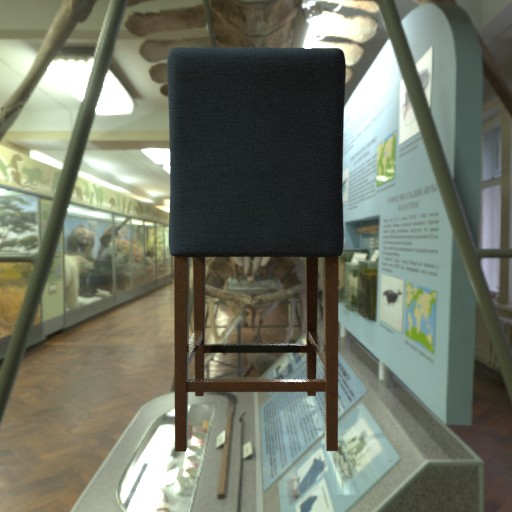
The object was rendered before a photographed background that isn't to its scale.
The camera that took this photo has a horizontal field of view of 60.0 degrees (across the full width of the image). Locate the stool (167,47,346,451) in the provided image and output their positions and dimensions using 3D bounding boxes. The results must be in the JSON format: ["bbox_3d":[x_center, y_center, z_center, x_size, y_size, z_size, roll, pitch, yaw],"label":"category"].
[{"bbox_3d":[0.000,0.000,1.294,0.470,0.981,0.577,0,1,0],"label":"stool"}]
